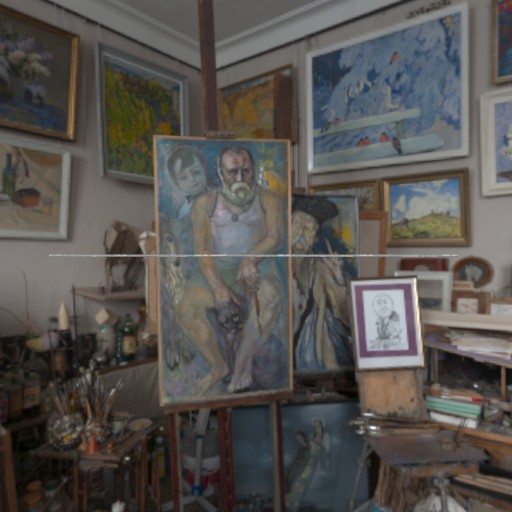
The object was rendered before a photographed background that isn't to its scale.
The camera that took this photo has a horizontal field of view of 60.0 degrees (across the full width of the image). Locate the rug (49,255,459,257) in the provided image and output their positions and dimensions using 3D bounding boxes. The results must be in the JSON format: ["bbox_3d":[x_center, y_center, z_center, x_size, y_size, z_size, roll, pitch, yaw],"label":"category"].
[{"bbox_3d":[0.000,0.000,4.313,2.438,0.013,3.353,0,0,1],"label":"rug"}]
